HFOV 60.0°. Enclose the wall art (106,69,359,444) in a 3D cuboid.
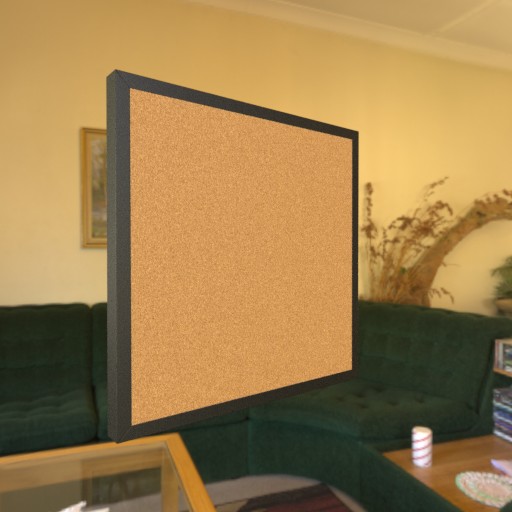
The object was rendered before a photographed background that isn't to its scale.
[{"bbox_3d":[0.000,0.000,0.769,0.508,0.508,0.036,-1,1,-38],"label":"wall art"}]
